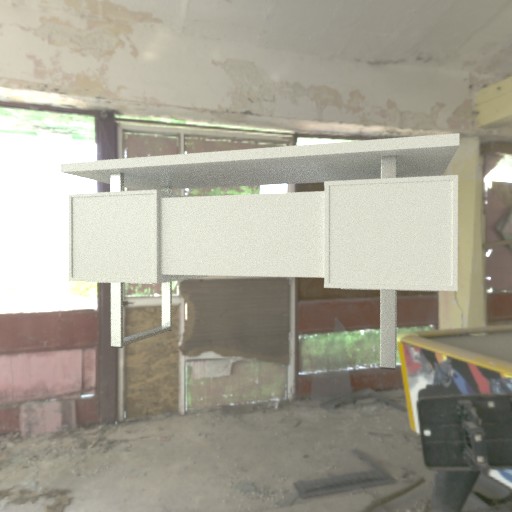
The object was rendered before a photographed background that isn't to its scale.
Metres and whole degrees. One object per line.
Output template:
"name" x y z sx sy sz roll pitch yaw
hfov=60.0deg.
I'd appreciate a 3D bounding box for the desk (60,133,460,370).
"desk" 0.000 0.000 1.902 1.530 0.773 0.603 0 1 18
